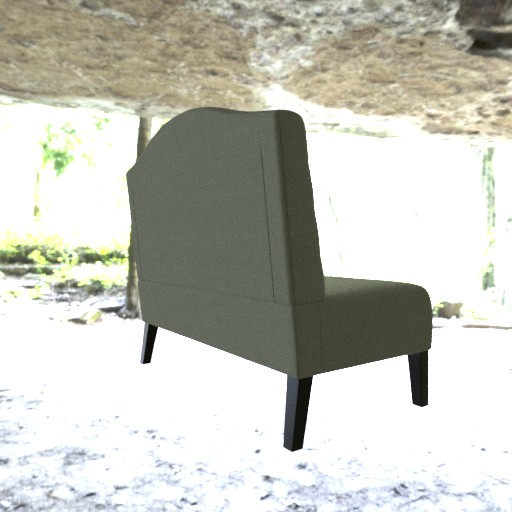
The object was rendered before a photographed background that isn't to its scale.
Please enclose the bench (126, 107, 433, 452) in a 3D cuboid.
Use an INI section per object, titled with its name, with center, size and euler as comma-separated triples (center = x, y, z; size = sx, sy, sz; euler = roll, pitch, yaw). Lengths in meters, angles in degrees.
[bench]
center = 0.000, 0.000, 2.063
size = 0.815, 1.180, 1.335
euler = -1, 1, -35
